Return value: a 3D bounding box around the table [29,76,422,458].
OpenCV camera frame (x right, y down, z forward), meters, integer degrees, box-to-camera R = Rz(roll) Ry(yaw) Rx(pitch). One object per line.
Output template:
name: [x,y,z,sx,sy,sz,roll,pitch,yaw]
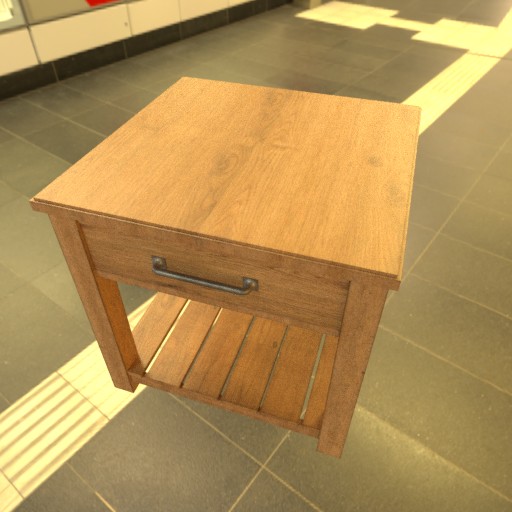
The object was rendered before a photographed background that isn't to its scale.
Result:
table: [0.000,0.000,1.085,0.616,0.593,0.612,12,43,13]
